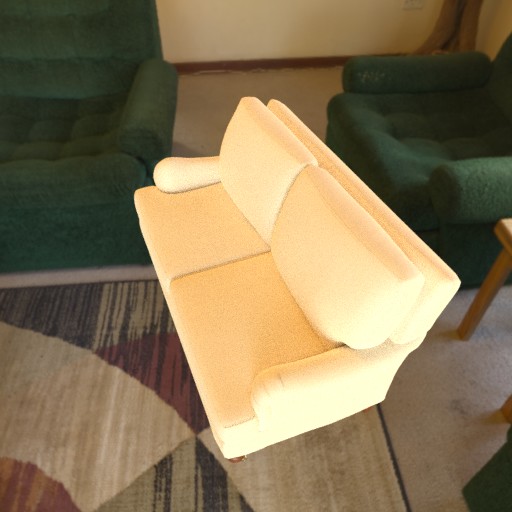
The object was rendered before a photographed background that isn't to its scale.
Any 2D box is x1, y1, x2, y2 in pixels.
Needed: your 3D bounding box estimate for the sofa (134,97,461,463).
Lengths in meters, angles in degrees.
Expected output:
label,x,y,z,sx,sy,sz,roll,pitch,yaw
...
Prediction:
label,x,y,z,sx,sy,sz,roll,pitch,yaw
sofa,0.000,0.000,2.540,1.084,1.101,1.853,-16,47,-16
